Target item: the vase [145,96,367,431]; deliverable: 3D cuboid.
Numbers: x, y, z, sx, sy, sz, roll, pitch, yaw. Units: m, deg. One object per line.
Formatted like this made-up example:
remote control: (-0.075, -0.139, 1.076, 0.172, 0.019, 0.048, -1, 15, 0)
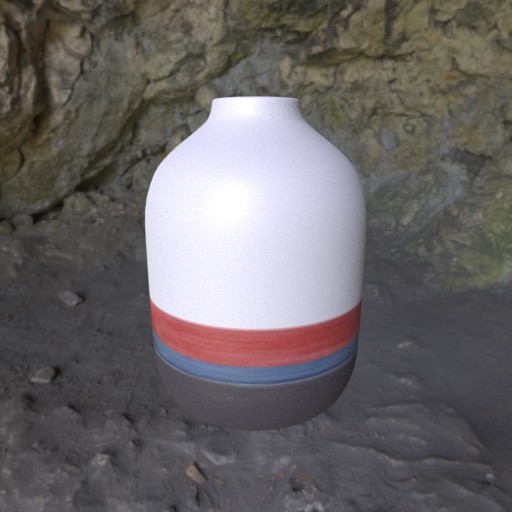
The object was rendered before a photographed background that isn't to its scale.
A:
vase: (0.000, 0.000, 0.355, 0.169, 0.237, 0.169, 0, 16, 0)
